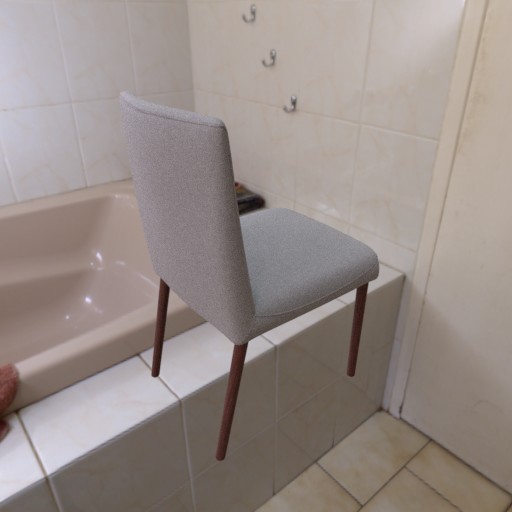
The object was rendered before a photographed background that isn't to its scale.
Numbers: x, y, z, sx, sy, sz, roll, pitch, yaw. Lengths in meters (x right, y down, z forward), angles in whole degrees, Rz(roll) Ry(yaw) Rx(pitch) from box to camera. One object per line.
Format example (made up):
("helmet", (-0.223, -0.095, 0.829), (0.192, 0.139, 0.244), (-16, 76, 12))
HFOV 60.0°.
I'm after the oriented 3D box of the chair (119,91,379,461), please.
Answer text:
("chair", (0.000, 0.000, 1.212), (0.570, 0.859, 0.456), (-20, 34, -32))
